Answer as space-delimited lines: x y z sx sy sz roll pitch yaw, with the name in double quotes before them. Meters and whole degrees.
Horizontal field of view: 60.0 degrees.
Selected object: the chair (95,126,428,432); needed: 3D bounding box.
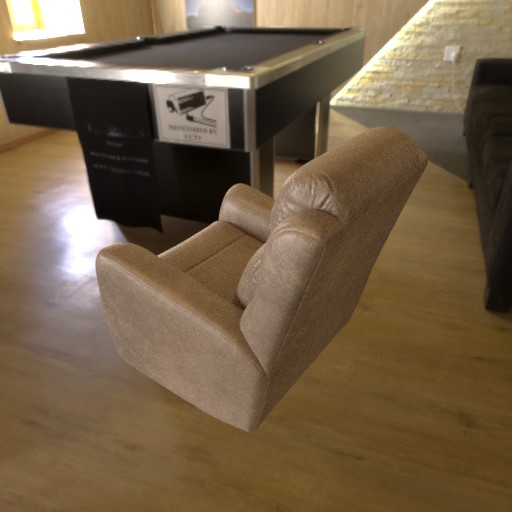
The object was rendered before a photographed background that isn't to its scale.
"chair" 0.000 0.000 1.919 1.068 1.116 0.965 21 37 30
